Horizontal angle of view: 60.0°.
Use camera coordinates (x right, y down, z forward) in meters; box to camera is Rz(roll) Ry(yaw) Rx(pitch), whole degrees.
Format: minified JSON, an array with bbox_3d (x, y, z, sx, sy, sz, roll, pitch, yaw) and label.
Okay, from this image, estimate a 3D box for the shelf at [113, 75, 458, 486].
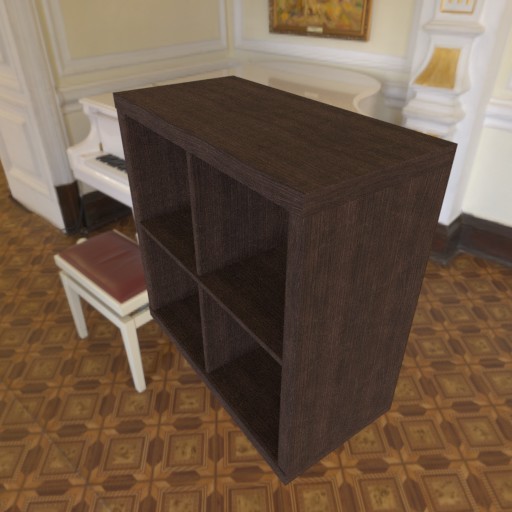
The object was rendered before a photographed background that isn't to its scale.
[{"bbox_3d":[0.000,0.000,1.241,0.390,0.786,0.790,-21,39,-29],"label":"shelf"}]
